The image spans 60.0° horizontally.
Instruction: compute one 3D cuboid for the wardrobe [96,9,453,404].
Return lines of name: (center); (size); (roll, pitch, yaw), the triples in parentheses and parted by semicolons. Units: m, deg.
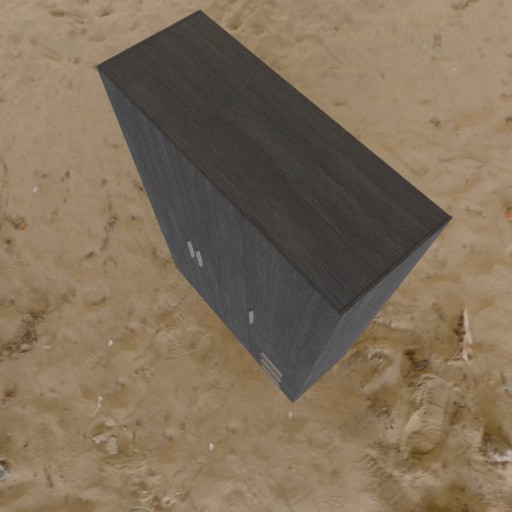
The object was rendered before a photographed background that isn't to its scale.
wardrobe: (0.000, 0.000, 2.381); (0.510, 1.910, 1.290); (-38, 70, -16)
